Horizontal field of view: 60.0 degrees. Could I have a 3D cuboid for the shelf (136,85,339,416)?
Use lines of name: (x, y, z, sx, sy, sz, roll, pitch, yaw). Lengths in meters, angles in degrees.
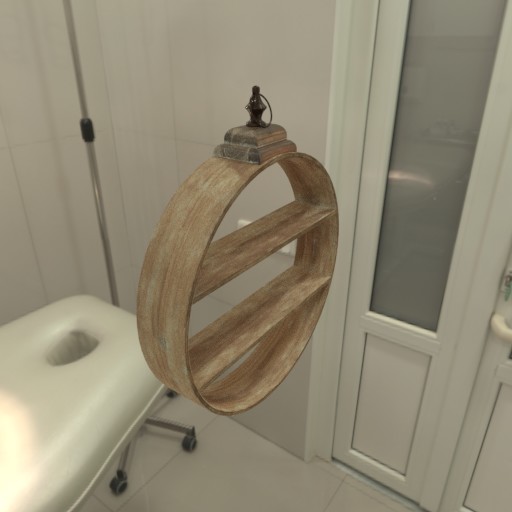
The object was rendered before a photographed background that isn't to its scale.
shelf: (0.000, 0.000, 1.006, 0.125, 0.725, 0.601, 18, 31, 32)
